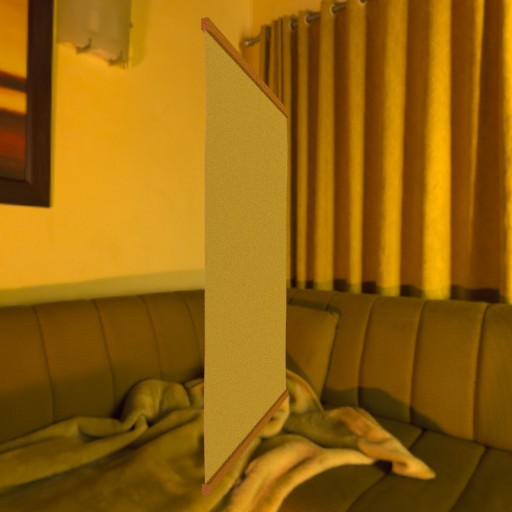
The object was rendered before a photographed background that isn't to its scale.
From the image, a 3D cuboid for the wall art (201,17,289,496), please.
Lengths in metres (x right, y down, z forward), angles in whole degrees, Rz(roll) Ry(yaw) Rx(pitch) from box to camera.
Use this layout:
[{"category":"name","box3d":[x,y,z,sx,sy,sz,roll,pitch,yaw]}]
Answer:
[{"category":"wall art","box3d":[0.000,0.000,1.891,0.025,1.521,1.011,0,1,19]}]
